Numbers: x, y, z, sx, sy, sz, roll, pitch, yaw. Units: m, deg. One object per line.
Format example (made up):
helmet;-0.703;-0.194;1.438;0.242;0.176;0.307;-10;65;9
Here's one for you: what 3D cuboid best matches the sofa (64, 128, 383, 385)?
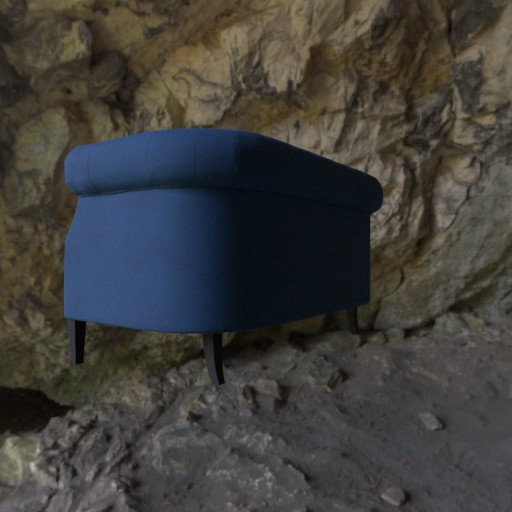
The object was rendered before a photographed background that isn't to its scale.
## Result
sofa;0.000;0.000;2.034;0.835;0.827;1.558;0;0;36
